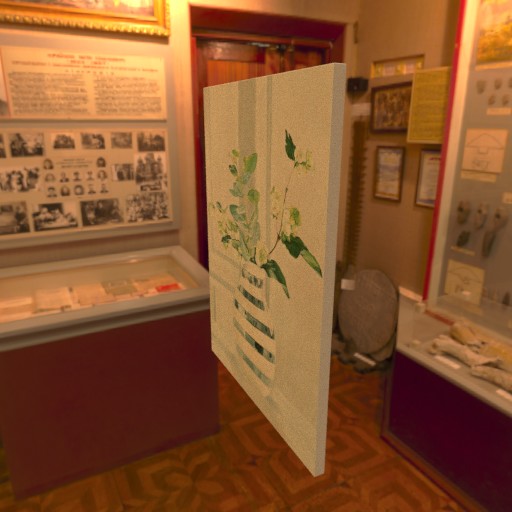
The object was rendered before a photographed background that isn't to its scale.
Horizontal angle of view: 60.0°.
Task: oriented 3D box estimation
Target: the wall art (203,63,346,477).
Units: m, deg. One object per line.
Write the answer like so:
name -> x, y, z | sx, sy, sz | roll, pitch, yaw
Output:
wall art -> 0.000, 0.000, 1.628 | 0.038, 1.212, 0.914 | -8, 19, -25
